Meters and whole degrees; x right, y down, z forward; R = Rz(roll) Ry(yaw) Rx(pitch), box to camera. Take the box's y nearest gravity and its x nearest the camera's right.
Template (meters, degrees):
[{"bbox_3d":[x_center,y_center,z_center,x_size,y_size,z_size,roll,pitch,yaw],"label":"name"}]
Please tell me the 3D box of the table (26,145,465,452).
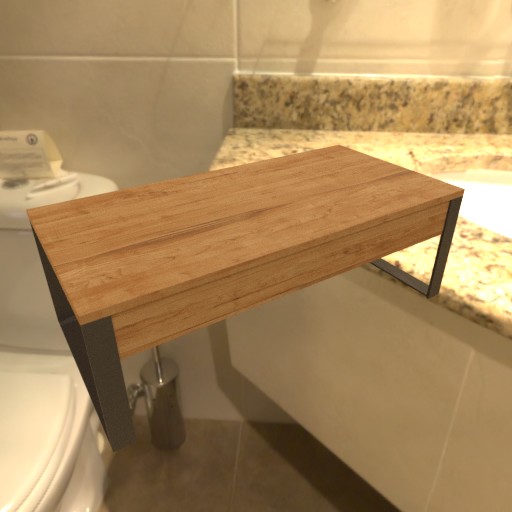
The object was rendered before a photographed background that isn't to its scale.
[{"bbox_3d":[0.000,0.000,1.424,1.180,0.400,0.590,-18,35,-28],"label":"table"}]
